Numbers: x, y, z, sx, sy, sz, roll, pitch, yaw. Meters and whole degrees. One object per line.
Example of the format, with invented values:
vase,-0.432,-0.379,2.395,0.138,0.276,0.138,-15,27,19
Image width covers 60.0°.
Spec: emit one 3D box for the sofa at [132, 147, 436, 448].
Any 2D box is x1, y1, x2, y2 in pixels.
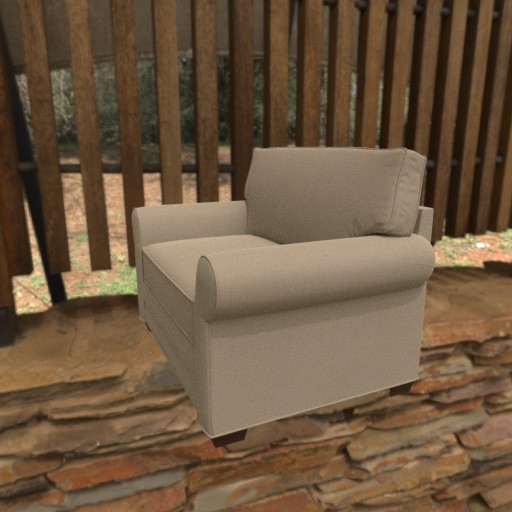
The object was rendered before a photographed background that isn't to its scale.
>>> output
sofa,0.000,0.000,2.107,0.937,1.006,1.405,-6,15,-24
